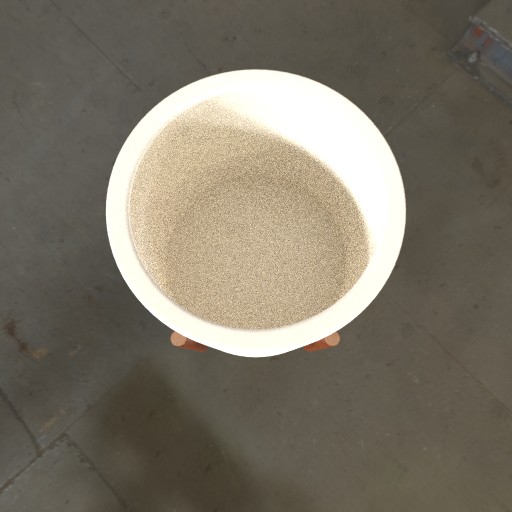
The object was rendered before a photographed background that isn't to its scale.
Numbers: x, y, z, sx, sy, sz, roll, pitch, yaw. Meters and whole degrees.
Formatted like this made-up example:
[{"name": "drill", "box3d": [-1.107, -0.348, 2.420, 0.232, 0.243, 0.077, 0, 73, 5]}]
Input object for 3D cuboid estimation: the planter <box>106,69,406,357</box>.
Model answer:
[{"name": "planter", "box3d": [0.000, 0.000, 0.942, 0.417, 0.670, 0.417, 1, 76, 0]}]
